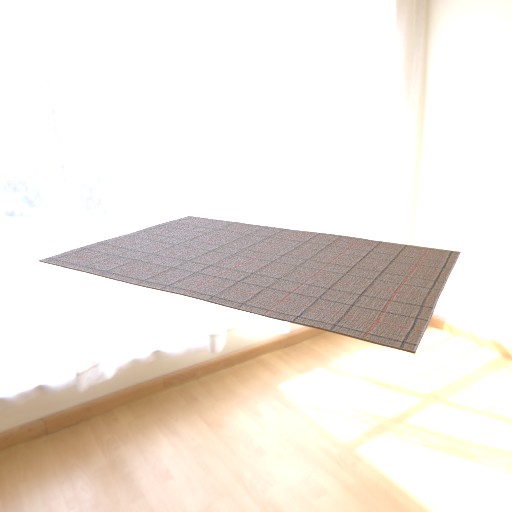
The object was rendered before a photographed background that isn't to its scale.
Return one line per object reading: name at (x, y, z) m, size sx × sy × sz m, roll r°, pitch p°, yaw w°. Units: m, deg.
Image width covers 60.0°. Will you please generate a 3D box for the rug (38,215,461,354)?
rug at (0.000, 0.000, 2.301) m, size 1.829 × 0.013 × 1.220 m, roll 10°, pitch 20°, yaw 28°
